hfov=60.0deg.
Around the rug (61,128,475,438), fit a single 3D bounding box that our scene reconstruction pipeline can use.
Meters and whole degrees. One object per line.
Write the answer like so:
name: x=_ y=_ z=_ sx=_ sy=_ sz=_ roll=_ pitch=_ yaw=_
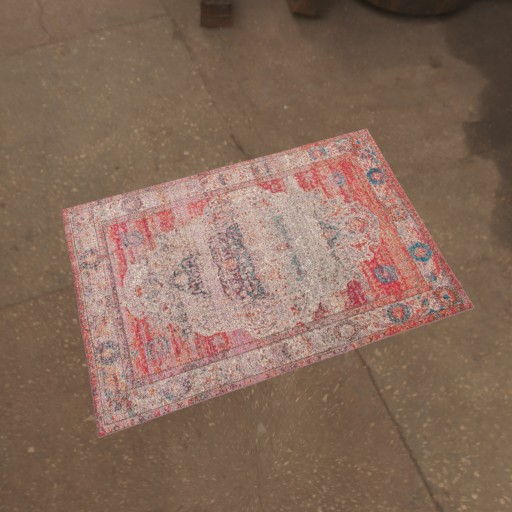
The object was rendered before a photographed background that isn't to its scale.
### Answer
rug: x=0.000 y=0.000 z=2.279 sx=1.829 sy=0.006 sz=1.219 roll=-17 pitch=64 yaw=-9
